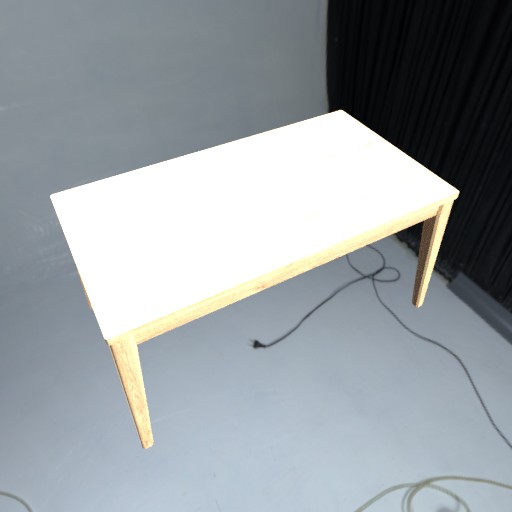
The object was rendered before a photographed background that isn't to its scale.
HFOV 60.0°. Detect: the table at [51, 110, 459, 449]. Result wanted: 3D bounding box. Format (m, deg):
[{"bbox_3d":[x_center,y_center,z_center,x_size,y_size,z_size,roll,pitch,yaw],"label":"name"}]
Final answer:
[{"bbox_3d":[0.000,0.000,2.163,1.600,0.760,0.900,-22,49,-20],"label":"table"}]
